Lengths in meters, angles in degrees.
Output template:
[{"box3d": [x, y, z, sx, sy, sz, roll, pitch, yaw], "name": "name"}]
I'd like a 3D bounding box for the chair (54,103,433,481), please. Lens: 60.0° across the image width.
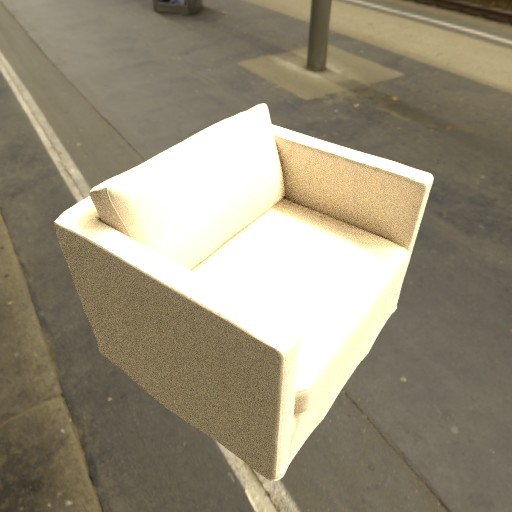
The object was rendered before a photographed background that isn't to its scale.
[{"box3d": [0.000, 0.000, 1.728, 0.947, 0.851, 1.057, 26, 47, 27], "name": "chair"}]
